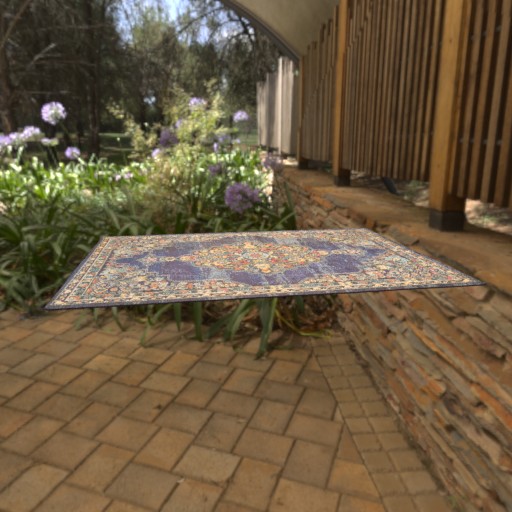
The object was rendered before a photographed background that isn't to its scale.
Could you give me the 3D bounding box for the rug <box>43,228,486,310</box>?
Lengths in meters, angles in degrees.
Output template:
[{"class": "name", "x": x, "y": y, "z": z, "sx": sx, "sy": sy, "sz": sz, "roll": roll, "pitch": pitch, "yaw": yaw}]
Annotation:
[{"class": "rug", "x": 0.000, "y": 0.000, "z": 2.951, "sx": 2.232, "sy": 0.009, "sz": 1.630, "roll": -2, "pitch": 15, "yaw": -9}]
